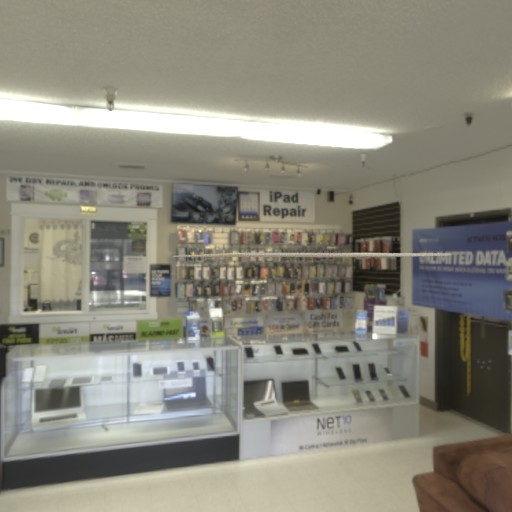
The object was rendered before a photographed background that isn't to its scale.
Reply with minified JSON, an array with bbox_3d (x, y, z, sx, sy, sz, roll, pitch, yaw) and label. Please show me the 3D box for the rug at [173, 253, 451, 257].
[{"bbox_3d":[0.000,0.000,2.652,0.770,0.016,2.442,0,0,-16],"label":"rug"}]
